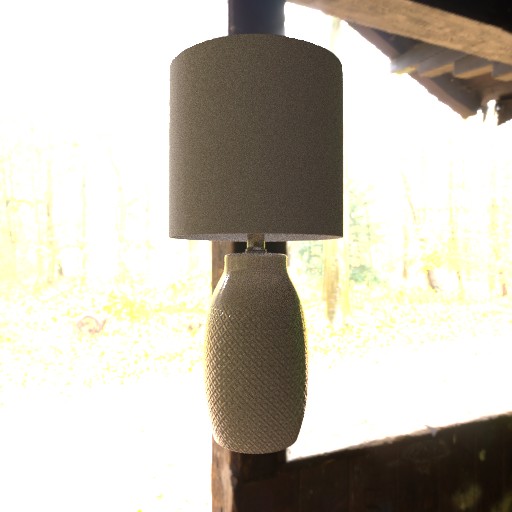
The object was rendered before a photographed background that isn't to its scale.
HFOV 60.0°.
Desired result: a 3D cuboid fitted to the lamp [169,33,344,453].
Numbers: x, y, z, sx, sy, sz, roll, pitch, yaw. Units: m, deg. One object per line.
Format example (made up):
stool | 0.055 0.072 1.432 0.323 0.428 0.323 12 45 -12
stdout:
lamp | 0.000 0.000 0.559 0.217 0.453 0.217 0 0 37
